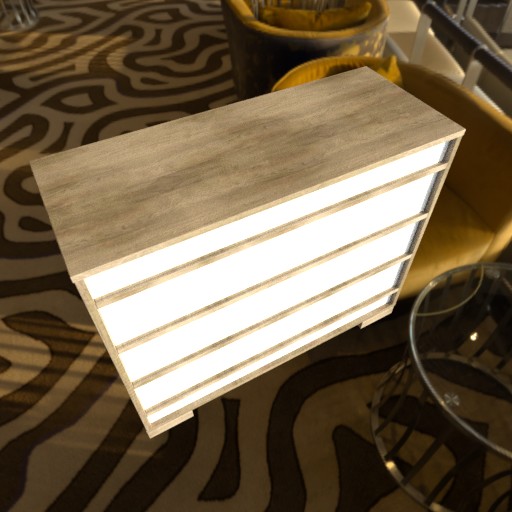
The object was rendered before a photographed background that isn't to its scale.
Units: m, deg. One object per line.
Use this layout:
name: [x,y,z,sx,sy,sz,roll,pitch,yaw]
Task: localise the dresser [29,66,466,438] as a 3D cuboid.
dresser: [0.000,0.000,1.382,0.994,0.816,0.404,-23,52,-19]
